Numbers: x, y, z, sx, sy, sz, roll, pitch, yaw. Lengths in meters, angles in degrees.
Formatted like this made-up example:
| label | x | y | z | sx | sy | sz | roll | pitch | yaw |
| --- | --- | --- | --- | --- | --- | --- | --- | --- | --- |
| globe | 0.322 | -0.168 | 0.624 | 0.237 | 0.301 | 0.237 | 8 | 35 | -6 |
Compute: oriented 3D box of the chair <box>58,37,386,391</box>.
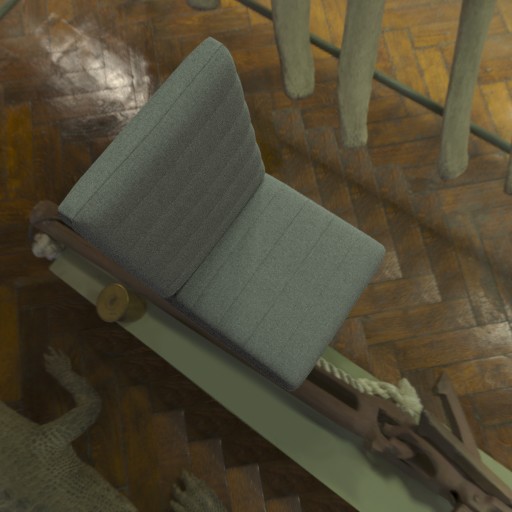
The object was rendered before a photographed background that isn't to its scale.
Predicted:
| label | x | y | z | sx | sy | sz | roll | pitch | yaw |
| --- | --- | --- | --- | --- | --- | --- | --- | --- | --- |
| chair | 0.000 | 0.000 | 1.306 | 0.634 | 0.930 | 0.520 | 34 | 78 | 8 |
